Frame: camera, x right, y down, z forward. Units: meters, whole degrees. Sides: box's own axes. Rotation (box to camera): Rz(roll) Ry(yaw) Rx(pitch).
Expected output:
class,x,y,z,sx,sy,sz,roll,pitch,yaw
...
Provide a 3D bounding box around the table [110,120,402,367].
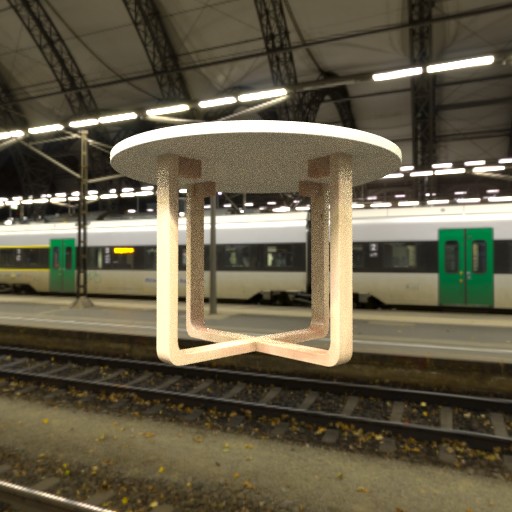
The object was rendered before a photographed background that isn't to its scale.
class,x,y,z,sx,sy,sz,roll,pitch,yaw
table,0.000,0.000,0.959,0.600,0.400,0.600,0,-1,0
